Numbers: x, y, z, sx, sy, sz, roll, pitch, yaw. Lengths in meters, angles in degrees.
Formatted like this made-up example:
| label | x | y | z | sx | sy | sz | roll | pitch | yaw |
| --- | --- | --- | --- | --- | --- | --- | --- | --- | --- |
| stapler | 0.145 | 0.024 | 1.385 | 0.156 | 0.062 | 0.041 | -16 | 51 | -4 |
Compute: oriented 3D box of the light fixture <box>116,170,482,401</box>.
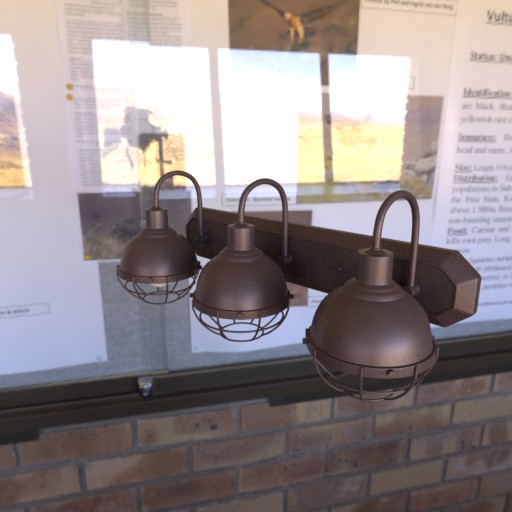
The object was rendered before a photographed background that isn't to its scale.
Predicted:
| label | x | y | z | sx | sy | sz | roll | pitch | yaw |
| --- | --- | --- | --- | --- | --- | --- | --- | --- | --- |
| light fixture | 0.000 | 0.000 | 0.738 | 0.634 | 0.254 | 0.229 | 14 | 21 | 42 |
